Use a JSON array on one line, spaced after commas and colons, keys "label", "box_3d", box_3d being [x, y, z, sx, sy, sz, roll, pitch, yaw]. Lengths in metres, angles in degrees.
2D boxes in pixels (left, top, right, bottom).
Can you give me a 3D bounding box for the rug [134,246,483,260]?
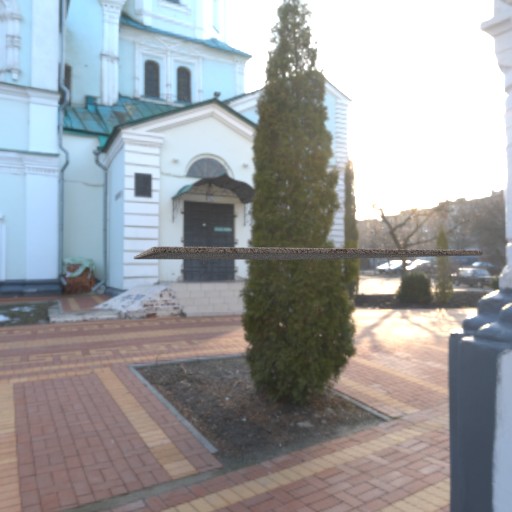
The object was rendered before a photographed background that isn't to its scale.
[{"label": "rug", "box_3d": [0.000, 0.000, 3.475, 1.778, 0.030, 2.743, 0, -1, -17]}]
